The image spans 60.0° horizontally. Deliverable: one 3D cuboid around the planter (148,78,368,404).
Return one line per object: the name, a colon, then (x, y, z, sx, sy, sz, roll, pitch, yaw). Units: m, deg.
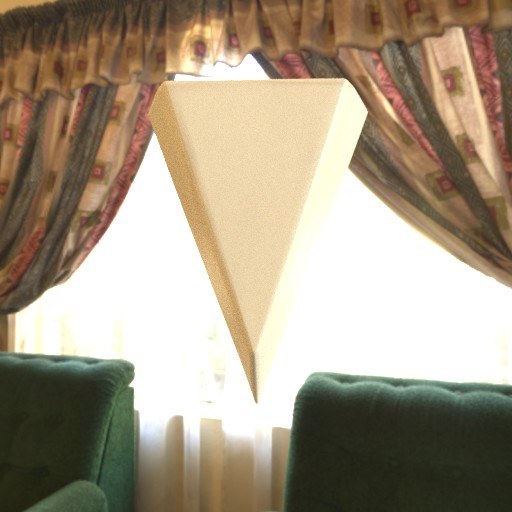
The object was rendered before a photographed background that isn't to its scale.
planter: (0.000, 0.000, 0.276, 0.150, 0.197, 0.060, 0, -1, 2)
